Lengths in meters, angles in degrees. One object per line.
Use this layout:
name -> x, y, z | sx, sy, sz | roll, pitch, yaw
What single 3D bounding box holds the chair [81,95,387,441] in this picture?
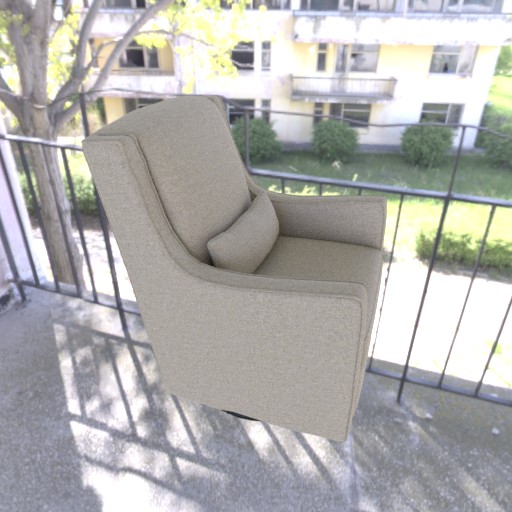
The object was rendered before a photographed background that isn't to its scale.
chair -> 0.000, 0.000, 1.586 | 0.879, 0.993, 0.732 | 10, 32, 16
